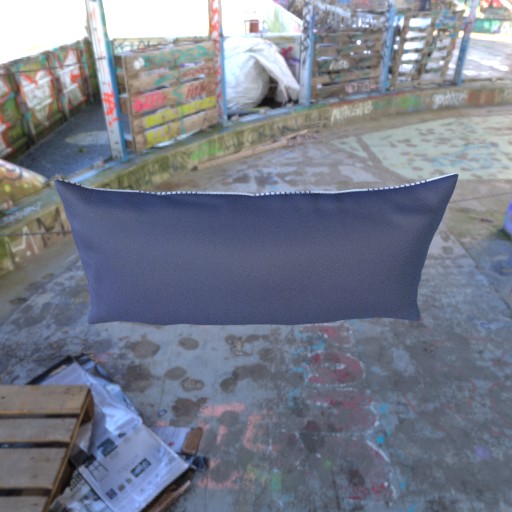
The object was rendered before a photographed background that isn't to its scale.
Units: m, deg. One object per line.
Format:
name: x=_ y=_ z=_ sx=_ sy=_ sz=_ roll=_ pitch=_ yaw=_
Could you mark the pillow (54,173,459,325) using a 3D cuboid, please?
pillow: x=0.000 y=0.000 z=0.739 sx=0.610 sy=0.287 sz=0.151 roll=-1 pitch=31 yaw=-1
